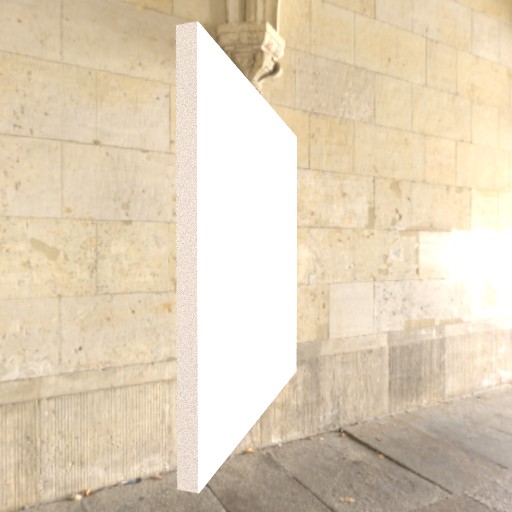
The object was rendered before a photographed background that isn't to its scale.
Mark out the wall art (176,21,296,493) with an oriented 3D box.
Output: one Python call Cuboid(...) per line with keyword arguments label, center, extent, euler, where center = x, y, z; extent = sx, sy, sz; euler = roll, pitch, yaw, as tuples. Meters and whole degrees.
Cuboid(label="wall art", center=(0.000, 0.000, 0.796), extent=(0.028, 0.559, 0.559), euler=(0, 1, 17))
